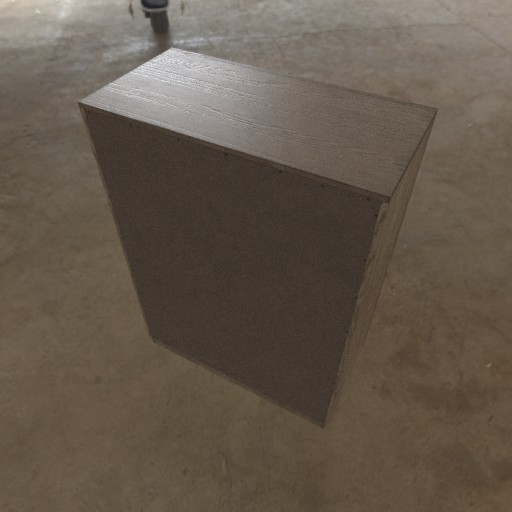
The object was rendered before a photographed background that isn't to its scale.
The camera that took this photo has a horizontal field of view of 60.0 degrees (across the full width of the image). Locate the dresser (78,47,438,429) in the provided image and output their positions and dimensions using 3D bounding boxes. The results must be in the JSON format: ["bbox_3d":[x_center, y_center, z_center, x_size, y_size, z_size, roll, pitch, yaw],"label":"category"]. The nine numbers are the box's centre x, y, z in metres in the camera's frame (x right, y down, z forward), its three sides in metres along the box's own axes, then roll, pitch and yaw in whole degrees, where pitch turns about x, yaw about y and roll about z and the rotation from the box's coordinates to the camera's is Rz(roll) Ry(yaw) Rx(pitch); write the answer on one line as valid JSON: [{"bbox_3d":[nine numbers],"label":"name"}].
[{"bbox_3d":[0.000,0.000,1.789,0.967,1.295,0.483,21,50,20],"label":"dresser"}]
